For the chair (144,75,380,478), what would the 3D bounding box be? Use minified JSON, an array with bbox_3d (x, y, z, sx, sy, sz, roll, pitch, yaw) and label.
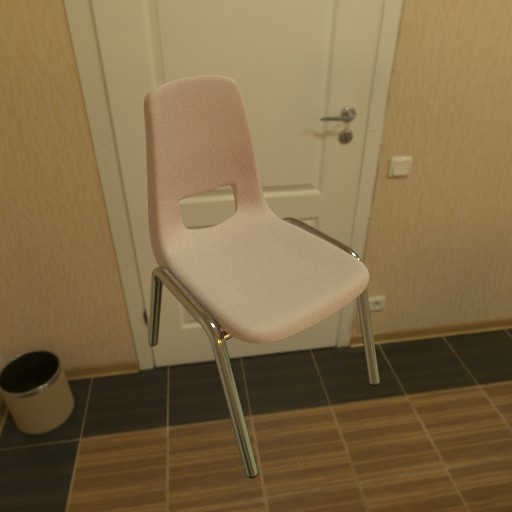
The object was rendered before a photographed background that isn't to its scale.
[{"bbox_3d":[0.000,0.000,0.843,0.354,0.586,0.423,-23,40,-31],"label":"chair"}]
